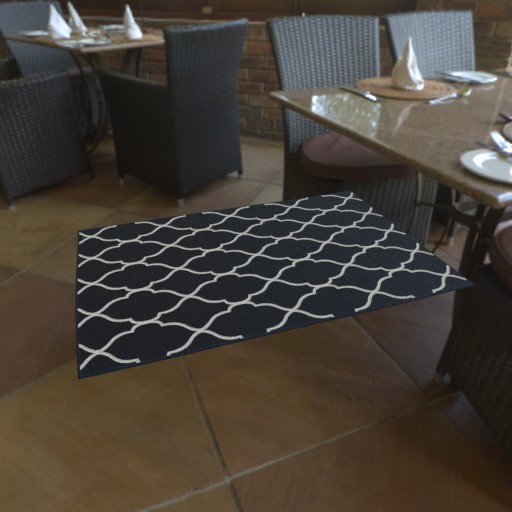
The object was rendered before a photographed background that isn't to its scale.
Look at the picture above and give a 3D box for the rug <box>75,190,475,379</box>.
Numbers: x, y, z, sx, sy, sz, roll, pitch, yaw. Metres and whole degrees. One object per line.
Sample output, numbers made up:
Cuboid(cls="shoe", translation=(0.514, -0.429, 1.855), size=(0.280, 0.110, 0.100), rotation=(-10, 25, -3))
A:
Cuboid(cls="rug", translation=(0.000, 0.000, 2.975), size=(2.290, 0.014, 1.526), rotation=(-10, 33, -16))
